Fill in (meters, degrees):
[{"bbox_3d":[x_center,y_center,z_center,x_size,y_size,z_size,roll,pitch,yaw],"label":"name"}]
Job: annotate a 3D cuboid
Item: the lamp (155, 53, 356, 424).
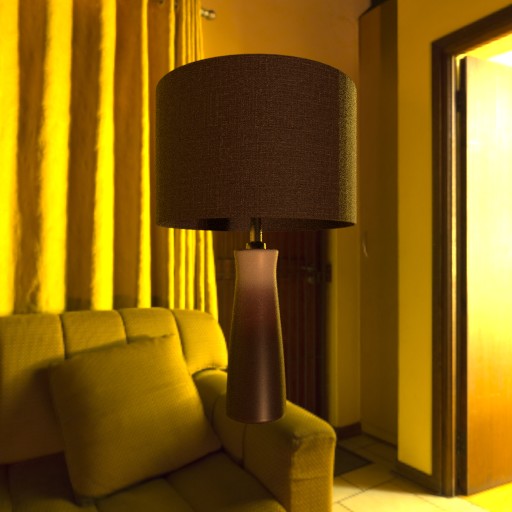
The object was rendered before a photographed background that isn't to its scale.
[{"bbox_3d":[0.000,0.000,0.685,0.303,0.488,0.303,0,0,0],"label":"lamp"}]
